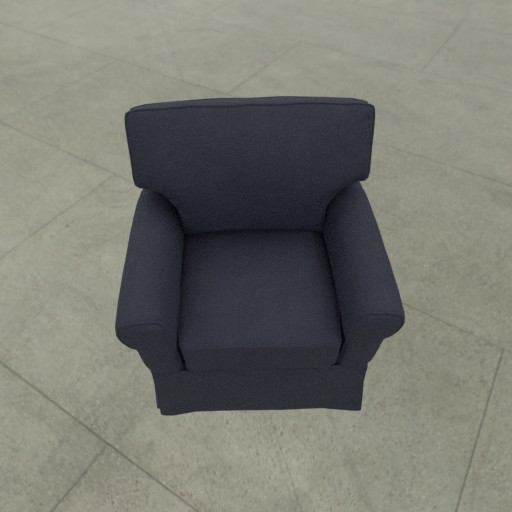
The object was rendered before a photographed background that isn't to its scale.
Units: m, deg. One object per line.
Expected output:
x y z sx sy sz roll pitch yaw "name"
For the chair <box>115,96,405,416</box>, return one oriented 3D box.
0.000 0.000 1.978 1.119 1.140 1.002 -2 47 -2 "chair"
